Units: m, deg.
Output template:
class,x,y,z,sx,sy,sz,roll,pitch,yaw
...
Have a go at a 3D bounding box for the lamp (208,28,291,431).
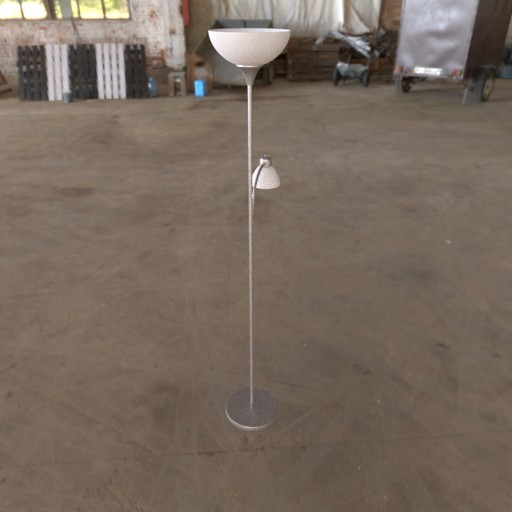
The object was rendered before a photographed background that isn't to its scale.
class,x,y,z,sx,sy,sz,roll,pitch,yaw
lamp,0.000,0.000,1.978,0.279,1.804,0.425,8,31,14
